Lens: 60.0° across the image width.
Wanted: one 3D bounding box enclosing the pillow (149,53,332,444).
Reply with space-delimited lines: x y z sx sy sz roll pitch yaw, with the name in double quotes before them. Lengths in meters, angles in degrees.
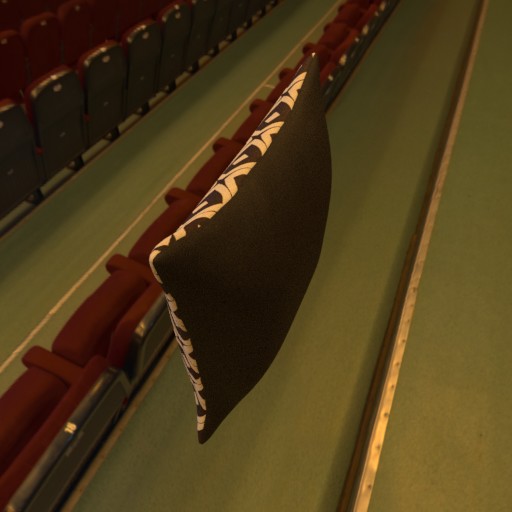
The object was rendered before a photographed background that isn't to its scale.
"pillow" 0.000 0.000 0.755 0.188 0.494 0.504 17 50 15
